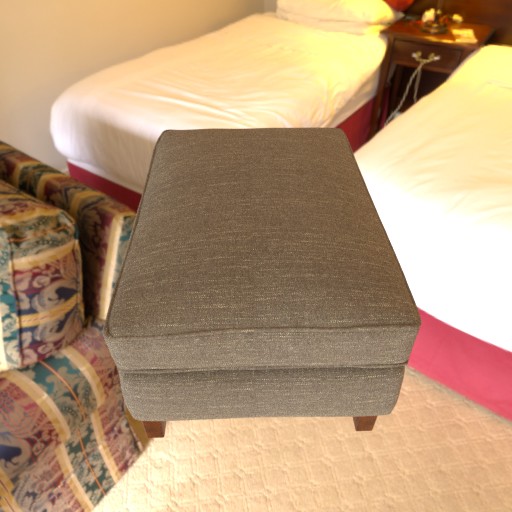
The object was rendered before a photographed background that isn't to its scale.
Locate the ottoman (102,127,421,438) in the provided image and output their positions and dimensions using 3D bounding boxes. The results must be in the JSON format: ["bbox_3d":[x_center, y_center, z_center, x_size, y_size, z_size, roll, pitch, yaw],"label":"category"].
[{"bbox_3d":[0.000,0.000,0.976,0.508,0.406,0.686,-1,41,-1],"label":"ottoman"}]
